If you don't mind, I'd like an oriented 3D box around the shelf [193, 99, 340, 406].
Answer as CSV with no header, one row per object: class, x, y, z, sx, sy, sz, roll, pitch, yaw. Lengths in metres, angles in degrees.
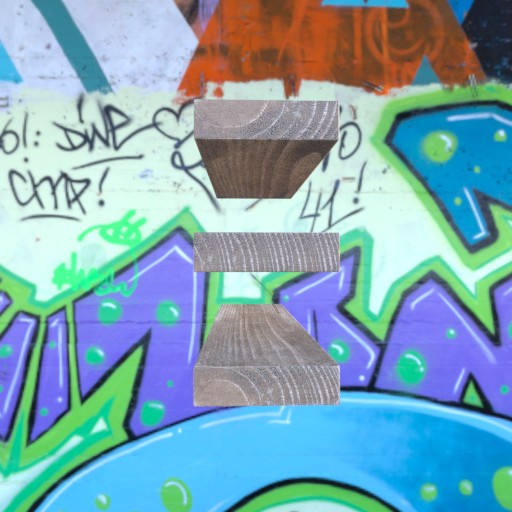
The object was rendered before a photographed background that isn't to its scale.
shelf,0.000,0.000,0.727,0.140,0.293,0.610,0,-1,-2
